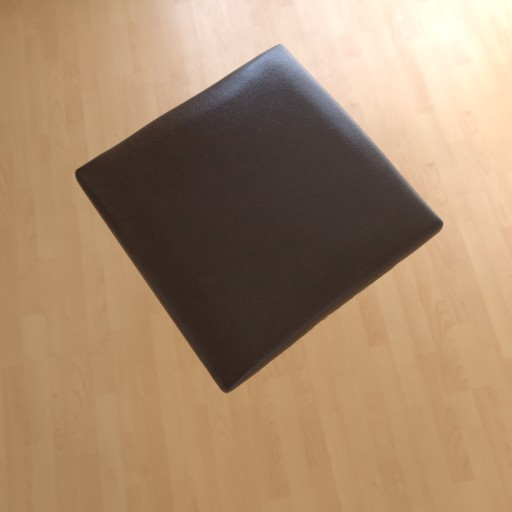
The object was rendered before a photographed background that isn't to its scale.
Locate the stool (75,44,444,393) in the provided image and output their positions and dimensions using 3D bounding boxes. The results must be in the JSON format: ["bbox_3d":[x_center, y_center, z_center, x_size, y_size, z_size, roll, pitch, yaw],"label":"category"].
[{"bbox_3d":[0.000,0.000,0.914,0.382,0.702,0.383,-36,77,-9],"label":"stool"}]
